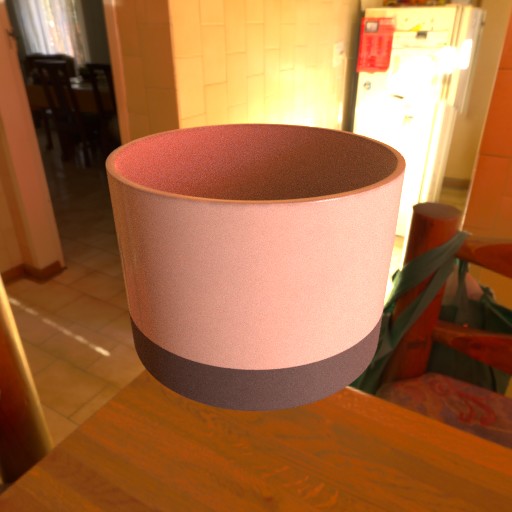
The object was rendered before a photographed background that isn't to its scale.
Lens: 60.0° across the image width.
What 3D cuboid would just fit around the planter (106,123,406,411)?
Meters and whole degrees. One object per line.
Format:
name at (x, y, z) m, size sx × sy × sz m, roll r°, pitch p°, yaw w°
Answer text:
planter at (0.000, 0.000, 0.222) m, size 0.128 × 0.105 × 0.128 m, roll 0°, pitch 28°, yaw 0°
